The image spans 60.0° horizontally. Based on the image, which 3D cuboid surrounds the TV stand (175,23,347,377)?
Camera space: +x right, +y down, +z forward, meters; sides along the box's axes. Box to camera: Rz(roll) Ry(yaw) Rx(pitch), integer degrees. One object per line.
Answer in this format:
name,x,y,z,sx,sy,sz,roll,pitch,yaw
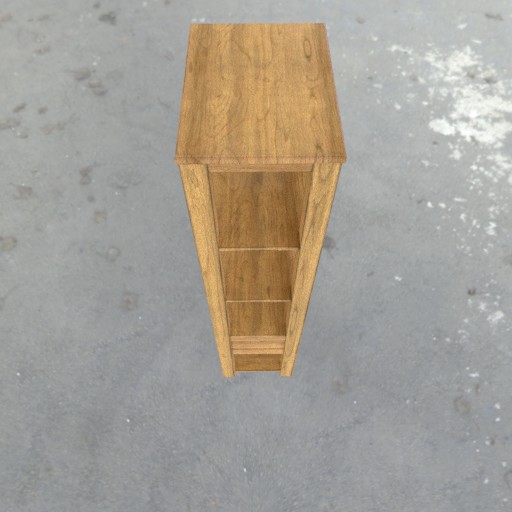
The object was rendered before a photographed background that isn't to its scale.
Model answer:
TV stand,0.000,0.000,1.995,0.435,1.828,0.565,-1,58,0
